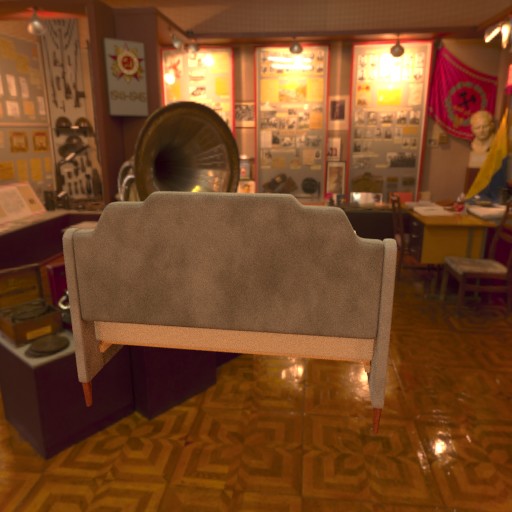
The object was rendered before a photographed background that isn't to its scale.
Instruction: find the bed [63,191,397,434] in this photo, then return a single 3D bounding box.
[{"bbox_3d":[0.000,0.000,3.369,1.676,1.245,2.340,2,16,8],"label":"bed"}]
